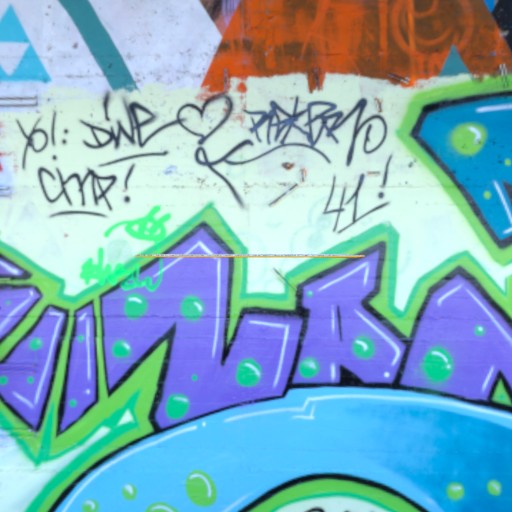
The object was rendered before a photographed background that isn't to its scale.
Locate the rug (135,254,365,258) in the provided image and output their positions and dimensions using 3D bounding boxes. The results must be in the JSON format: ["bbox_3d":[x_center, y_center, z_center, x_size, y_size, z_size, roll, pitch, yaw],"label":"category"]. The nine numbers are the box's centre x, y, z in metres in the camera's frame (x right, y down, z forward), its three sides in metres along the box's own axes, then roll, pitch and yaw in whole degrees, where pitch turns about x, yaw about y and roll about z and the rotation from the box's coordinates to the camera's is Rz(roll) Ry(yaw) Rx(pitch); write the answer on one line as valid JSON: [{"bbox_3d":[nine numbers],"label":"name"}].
[{"bbox_3d":[0.000,0.000,2.498,0.704,0.014,2.294,0,0,1],"label":"rug"}]
